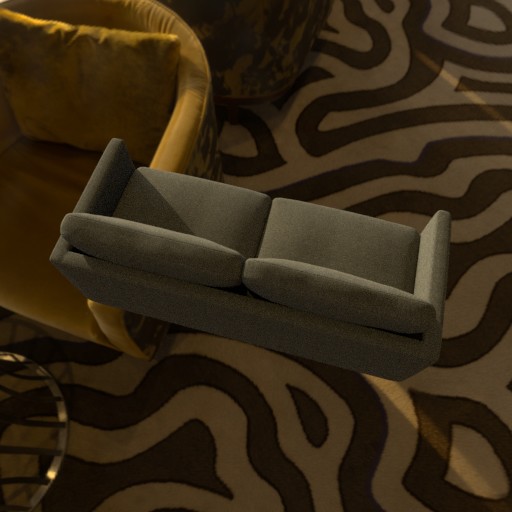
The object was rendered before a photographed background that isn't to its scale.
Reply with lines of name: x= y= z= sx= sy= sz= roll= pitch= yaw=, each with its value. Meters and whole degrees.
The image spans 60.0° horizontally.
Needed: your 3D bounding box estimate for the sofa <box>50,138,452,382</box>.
sofa: x=0.000 y=0.000 z=2.812 sx=2.208 sy=0.965 sz=0.948 roll=14 pitch=65 yaw=6
